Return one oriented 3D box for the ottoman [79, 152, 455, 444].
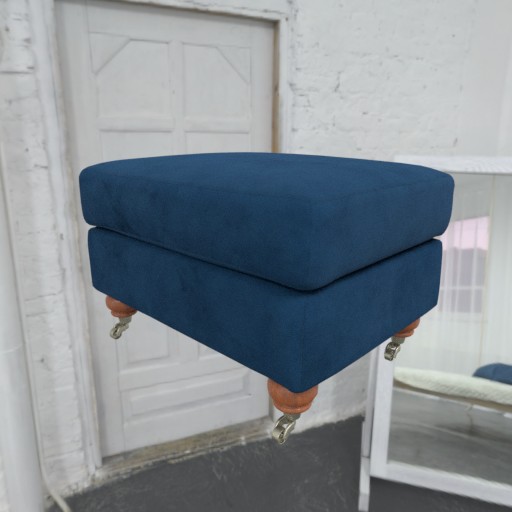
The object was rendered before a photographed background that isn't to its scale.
[{"bbox_3d":[0.000,0.000,1.127,0.773,0.503,0.572,15,22,42],"label":"ottoman"}]
